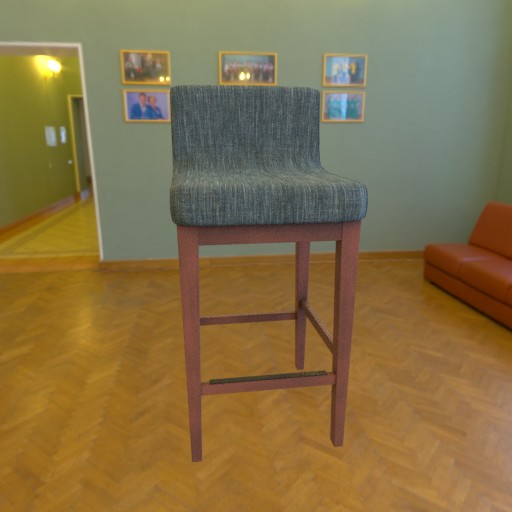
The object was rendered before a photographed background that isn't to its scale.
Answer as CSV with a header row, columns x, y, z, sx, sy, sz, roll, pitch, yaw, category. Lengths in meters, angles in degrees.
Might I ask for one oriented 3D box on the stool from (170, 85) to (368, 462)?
x,y,z,sx,sy,sz,roll,pitch,yaw,category
0.000,0.000,1.104,0.395,0.835,0.459,-2,15,-8,stool
